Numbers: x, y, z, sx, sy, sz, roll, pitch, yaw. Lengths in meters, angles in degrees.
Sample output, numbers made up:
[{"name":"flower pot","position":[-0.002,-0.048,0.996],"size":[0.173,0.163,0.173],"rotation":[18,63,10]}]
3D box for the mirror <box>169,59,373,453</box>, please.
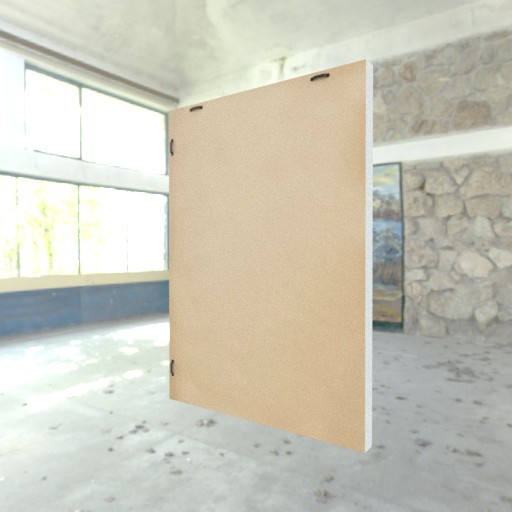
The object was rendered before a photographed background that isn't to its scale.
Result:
[{"name":"mirror","position":[0.000,0.000,0.958],"size":[0.507,0.710,0.039],"rotation":[0,1,36]}]
